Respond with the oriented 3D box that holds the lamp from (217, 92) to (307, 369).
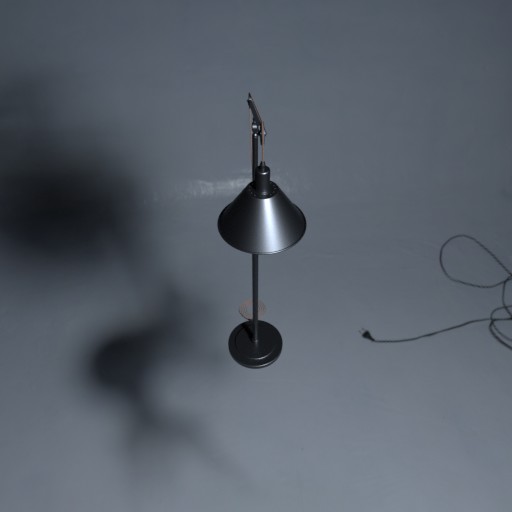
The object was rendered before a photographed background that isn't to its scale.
[{"bbox_3d":[0.000,0.000,1.997,0.319,1.626,0.904,-3,46,-3],"label":"lamp"}]
